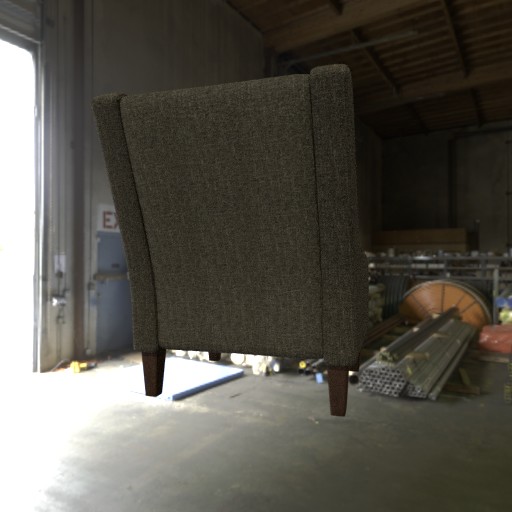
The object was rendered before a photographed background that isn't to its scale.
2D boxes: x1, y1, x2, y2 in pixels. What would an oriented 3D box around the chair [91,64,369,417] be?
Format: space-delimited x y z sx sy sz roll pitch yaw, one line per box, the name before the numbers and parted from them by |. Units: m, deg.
chair | 0.000 0.000 1.685 0.793 1.012 0.944 0 0 17
